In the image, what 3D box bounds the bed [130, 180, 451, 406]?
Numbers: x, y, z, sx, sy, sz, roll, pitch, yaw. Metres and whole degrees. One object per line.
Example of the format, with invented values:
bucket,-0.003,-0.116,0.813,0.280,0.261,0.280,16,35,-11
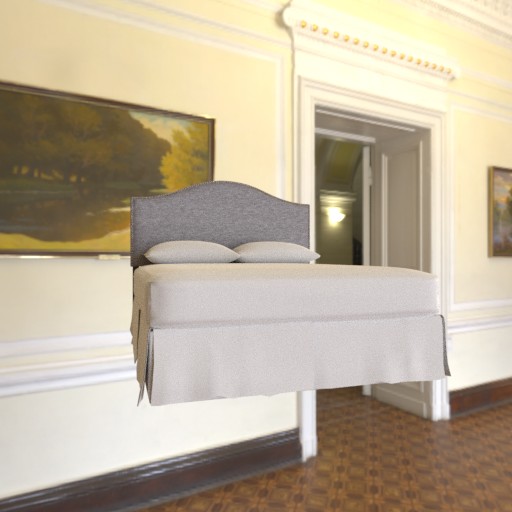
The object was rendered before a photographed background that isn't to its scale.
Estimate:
bed,0.000,0.000,2.968,1.610,1.295,1.870,0,0,-17
